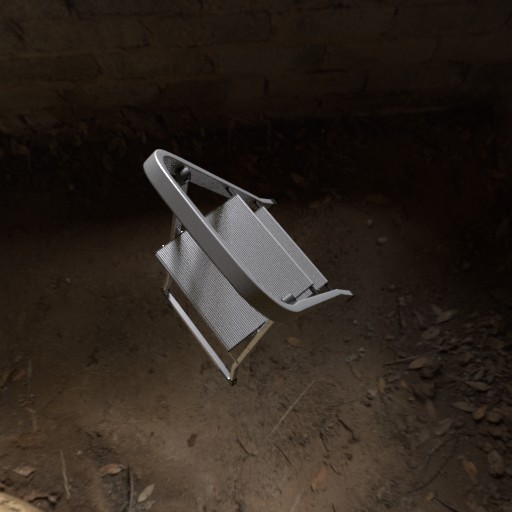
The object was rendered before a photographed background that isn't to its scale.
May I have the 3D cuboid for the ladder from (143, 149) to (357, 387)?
[{"bbox_3d":[0.000,0.000,1.155,0.530,0.830,0.465,-37,77,-10],"label":"ladder"}]
